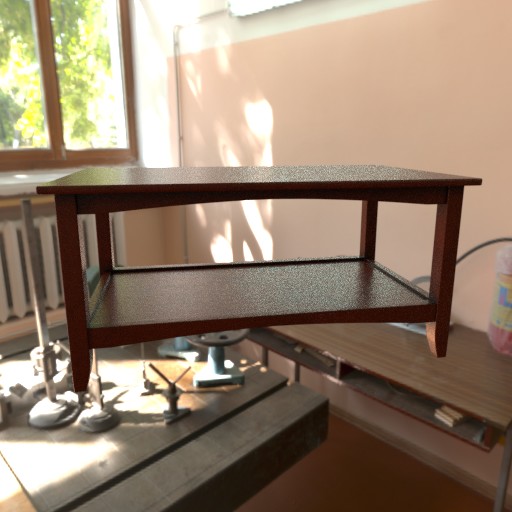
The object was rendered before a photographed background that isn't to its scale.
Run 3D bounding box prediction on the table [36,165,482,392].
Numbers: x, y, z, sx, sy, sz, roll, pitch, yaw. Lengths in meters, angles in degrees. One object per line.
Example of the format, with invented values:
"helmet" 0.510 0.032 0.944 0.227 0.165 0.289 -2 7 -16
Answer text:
"table" 0.000 0.000 1.227 0.943 0.456 0.533 -3 15 -10
